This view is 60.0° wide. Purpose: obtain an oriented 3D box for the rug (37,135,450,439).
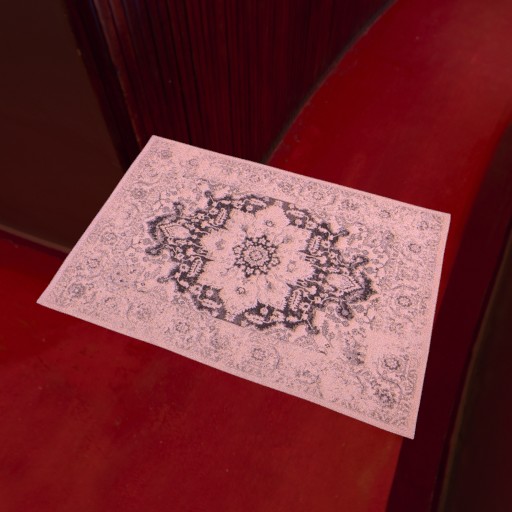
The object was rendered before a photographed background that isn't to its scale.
[{"bbox_3d":[0.000,0.000,2.272,1.813,0.008,1.223,17,59,10],"label":"rug"}]
